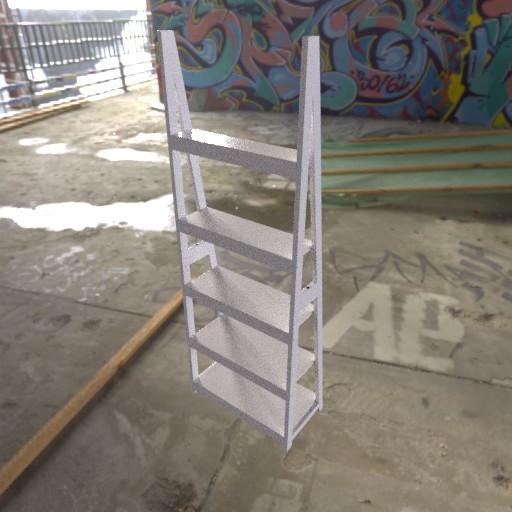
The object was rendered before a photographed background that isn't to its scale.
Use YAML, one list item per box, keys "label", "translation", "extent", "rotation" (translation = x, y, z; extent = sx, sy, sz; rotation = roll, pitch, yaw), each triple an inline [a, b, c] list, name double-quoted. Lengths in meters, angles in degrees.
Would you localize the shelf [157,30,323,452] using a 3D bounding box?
- label: "shelf"
  translation: [0.000, 0.000, 1.968]
  extent: [0.636, 1.779, 0.341]
  rotation: [20, 35, 32]
